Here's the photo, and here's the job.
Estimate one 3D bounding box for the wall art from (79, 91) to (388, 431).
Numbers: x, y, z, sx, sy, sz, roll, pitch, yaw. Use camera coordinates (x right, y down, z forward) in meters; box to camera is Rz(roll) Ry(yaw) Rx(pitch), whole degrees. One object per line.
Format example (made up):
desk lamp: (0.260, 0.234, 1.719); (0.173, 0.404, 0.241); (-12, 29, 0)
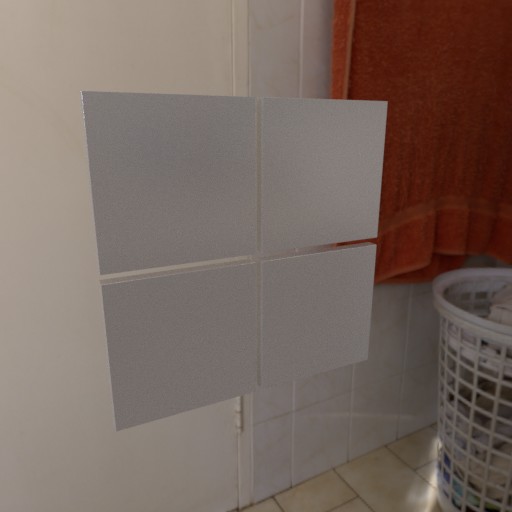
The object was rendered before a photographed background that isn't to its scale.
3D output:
wall art: (0.000, 0.000, 0.905); (0.611, 0.611, 0.029); (-8, 18, -26)
